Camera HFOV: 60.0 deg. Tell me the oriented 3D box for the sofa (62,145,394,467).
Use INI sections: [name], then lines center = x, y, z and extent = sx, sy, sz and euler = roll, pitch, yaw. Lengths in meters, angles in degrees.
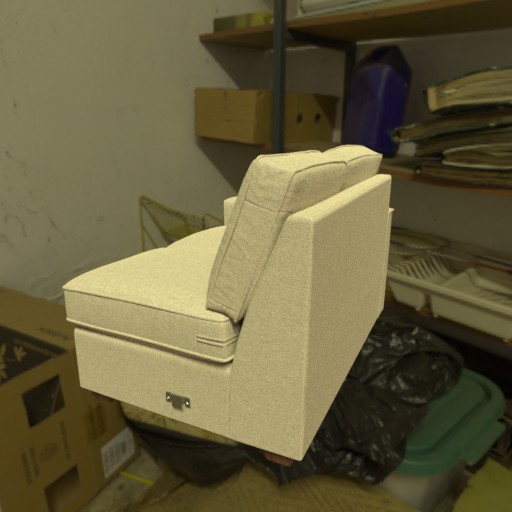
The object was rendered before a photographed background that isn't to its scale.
[sofa]
center = 0.000, 0.000, 2.033
extent = 0.991, 0.989, 1.388
euler = 8, 18, 25
